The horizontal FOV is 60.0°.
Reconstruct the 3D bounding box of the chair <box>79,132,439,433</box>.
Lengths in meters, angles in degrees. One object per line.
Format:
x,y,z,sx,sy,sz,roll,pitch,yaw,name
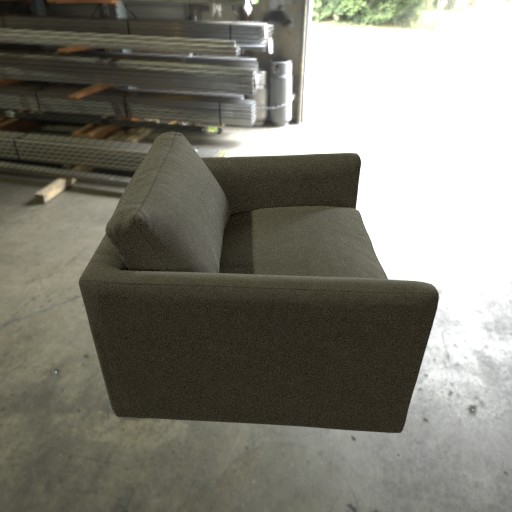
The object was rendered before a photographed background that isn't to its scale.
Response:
0.000,0.000,1.873,1.091,0.845,1.190,0,32,0,chair
